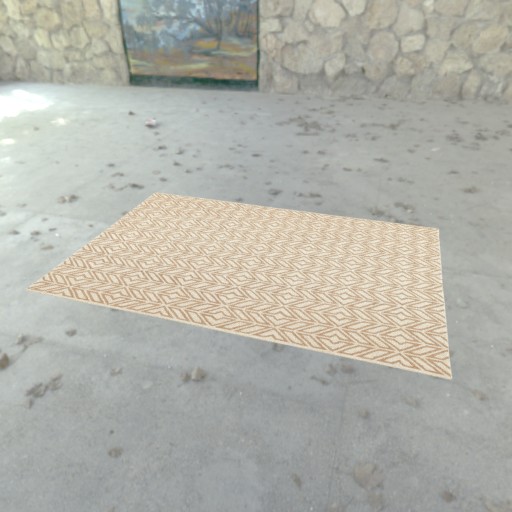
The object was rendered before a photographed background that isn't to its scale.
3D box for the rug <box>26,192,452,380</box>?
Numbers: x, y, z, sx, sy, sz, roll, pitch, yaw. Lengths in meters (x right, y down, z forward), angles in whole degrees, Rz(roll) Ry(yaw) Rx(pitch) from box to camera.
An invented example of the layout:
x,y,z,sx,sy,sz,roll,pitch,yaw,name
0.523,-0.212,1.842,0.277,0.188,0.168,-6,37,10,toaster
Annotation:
x,y,z,sx,sy,sz,roll,pitch,yaw,name
0.000,0.000,2.293,1.828,0.007,1.220,9,32,15,rug
